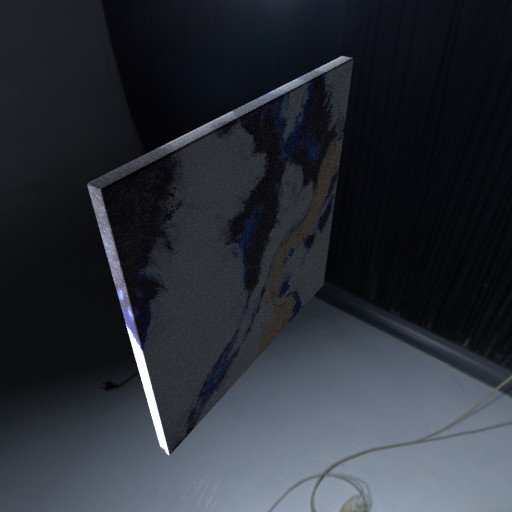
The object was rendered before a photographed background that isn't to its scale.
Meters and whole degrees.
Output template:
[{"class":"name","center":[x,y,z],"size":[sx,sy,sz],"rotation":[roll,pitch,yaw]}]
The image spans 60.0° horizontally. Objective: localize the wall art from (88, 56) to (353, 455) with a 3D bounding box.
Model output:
[{"class":"wall art","center":[0.000,0.000,1.274],"size":[0.038,0.885,0.887],"rotation":[25,46,27]}]
